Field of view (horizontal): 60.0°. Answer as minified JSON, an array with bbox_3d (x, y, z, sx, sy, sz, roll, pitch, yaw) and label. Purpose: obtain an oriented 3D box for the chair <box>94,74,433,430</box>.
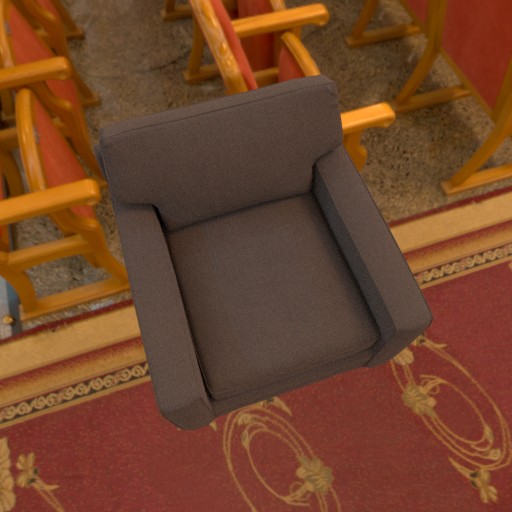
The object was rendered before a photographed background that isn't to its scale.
[{"bbox_3d":[0.000,0.000,1.816,0.997,0.913,1.043,-17,65,-8],"label":"chair"}]
